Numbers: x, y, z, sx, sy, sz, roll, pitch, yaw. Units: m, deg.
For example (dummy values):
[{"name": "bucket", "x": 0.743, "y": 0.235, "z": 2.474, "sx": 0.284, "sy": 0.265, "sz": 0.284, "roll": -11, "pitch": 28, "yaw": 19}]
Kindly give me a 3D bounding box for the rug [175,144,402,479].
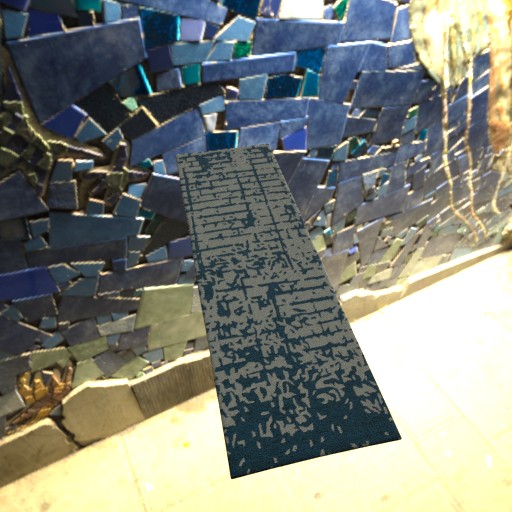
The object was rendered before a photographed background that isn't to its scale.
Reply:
[{"name": "rug", "x": 0.000, "y": 0.000, "z": 2.683, "sx": 0.750, "sy": 0.011, "sz": 2.435, "roll": -9, "pitch": 46, "yaw": -9}]
